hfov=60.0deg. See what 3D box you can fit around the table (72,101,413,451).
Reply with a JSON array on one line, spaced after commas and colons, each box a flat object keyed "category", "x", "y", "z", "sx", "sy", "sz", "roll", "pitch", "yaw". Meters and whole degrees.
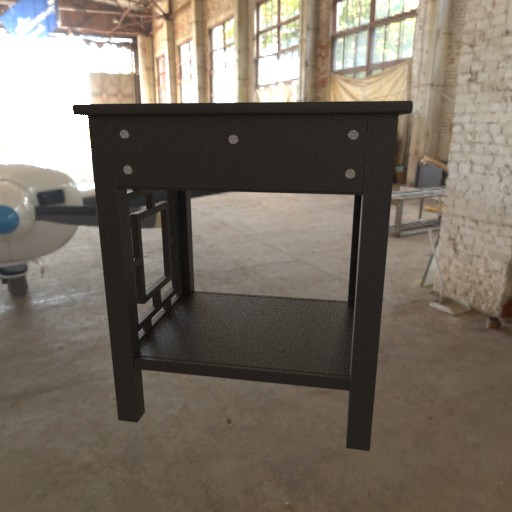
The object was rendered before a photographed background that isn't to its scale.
[{"category": "table", "x": 0.000, "y": 0.000, "z": 1.019, "sx": 0.564, "sy": 0.646, "sz": 0.451, "roll": 3, "pitch": 16, "yaw": 10}]
